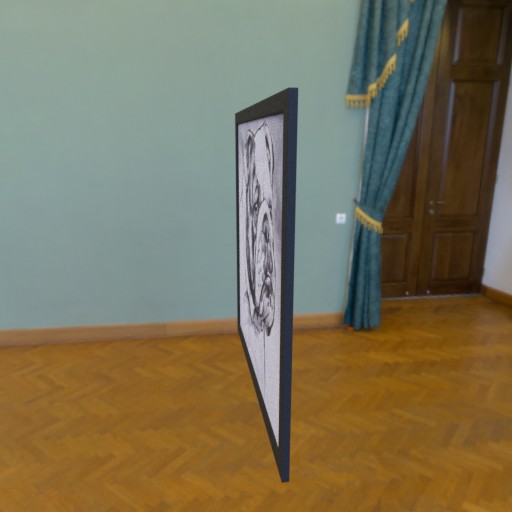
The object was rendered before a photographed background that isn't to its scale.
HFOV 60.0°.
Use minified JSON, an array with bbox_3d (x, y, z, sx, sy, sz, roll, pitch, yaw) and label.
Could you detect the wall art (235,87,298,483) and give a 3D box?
[{"bbox_3d":[0.000,0.000,0.862,0.012,0.558,0.562,-2,15,-9],"label":"wall art"}]
